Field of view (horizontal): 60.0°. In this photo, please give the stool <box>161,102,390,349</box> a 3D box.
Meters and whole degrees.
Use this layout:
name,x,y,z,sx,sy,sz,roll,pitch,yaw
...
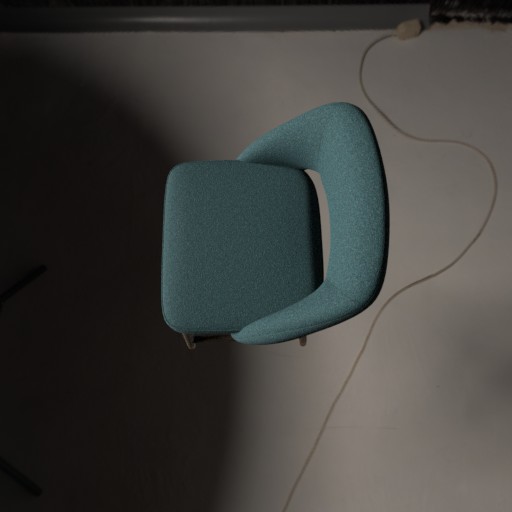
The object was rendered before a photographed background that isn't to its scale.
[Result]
name,x,y,z,sx,sy,sz,roll,pitch,yaw
stool,0.000,0.000,1.298,0.522,0.939,0.536,-1,74,0
